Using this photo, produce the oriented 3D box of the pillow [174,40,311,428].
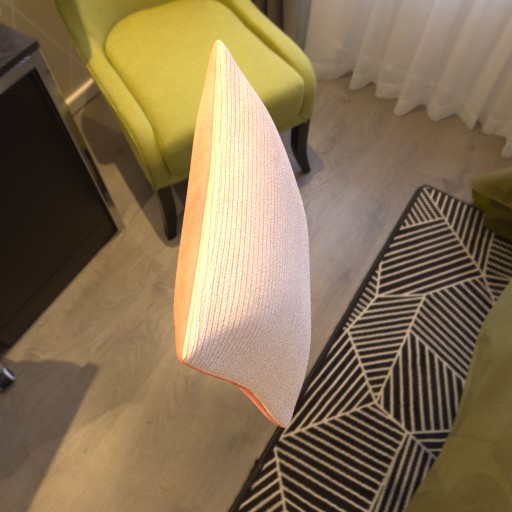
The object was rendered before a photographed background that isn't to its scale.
[{"bbox_3d":[0.000,0.000,0.651,0.177,0.401,0.424,2,62,1],"label":"pillow"}]
